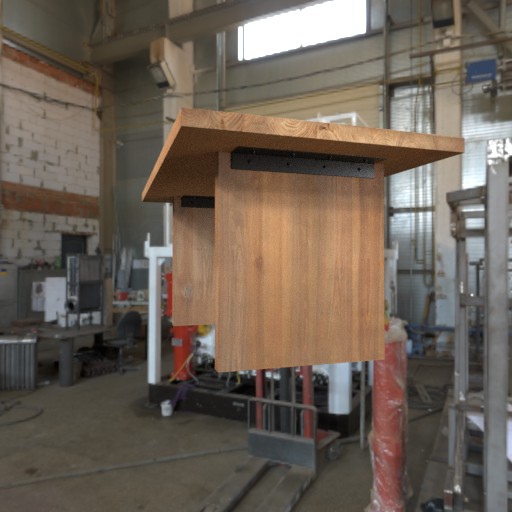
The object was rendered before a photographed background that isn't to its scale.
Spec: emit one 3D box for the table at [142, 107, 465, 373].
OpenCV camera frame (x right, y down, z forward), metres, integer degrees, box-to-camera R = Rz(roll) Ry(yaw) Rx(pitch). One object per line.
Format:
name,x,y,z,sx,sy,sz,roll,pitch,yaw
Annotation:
table,0.000,0.000,2.097,0.946,0.780,1.609,0,-1,-18
